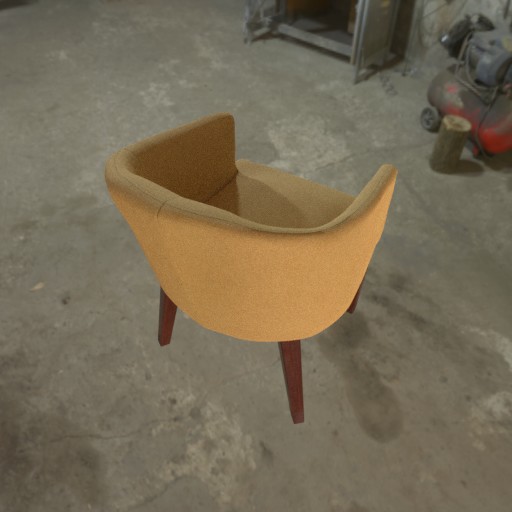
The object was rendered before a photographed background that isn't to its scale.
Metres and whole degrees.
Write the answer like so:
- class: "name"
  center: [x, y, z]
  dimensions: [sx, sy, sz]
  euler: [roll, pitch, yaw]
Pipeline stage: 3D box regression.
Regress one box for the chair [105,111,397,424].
- class: "chair"
  center: [0.000, 0.000, 1.236]
  dimensions: [0.583, 0.811, 0.655]
  euler: [24, 51, 21]
